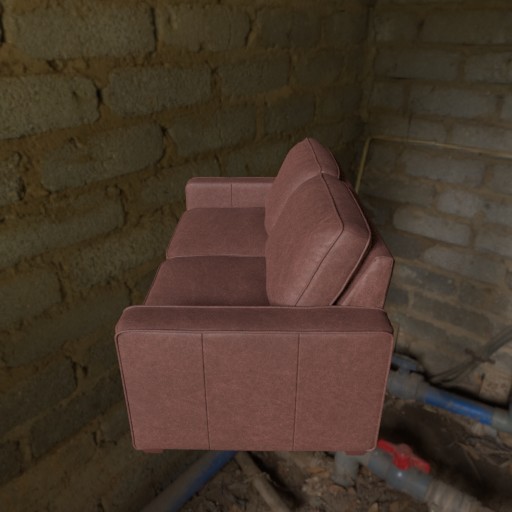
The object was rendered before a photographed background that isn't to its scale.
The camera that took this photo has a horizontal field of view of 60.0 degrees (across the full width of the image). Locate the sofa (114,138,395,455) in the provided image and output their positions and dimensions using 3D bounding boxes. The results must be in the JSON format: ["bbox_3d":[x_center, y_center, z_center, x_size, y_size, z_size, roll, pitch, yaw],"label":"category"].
[{"bbox_3d":[0.000,0.000,2.242,0.947,0.918,1.709,0,27,1],"label":"sofa"}]
